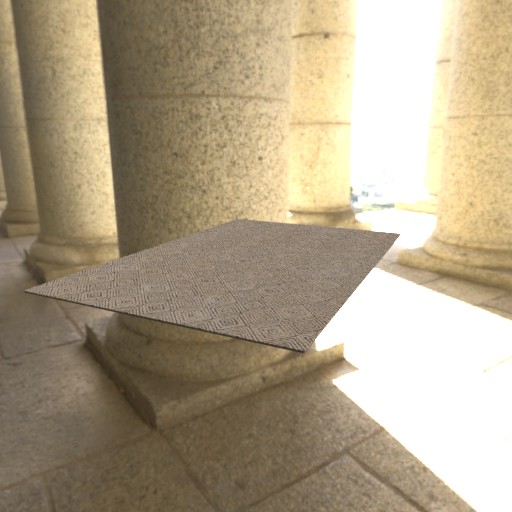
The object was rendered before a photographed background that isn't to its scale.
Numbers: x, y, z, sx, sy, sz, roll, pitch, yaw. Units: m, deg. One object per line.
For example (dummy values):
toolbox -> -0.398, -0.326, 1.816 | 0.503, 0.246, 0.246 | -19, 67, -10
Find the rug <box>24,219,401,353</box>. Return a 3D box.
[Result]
rug -> 0.000, 0.000, 2.278 | 1.175, 0.008, 1.783 | 7, 17, 25
